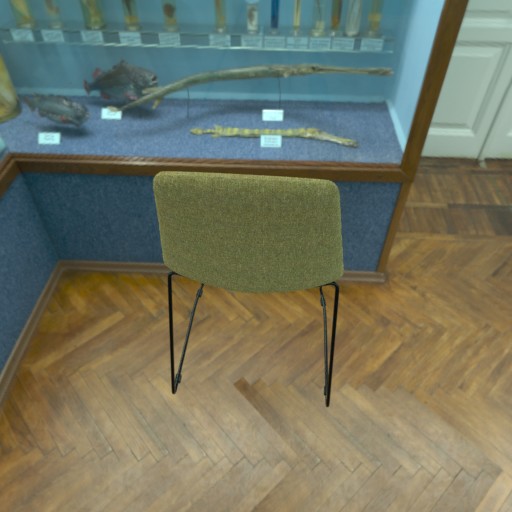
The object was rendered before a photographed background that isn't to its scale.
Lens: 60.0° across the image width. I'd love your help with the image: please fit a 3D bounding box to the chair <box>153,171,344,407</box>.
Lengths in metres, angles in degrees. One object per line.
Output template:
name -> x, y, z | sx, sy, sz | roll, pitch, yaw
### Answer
chair -> 0.000, 0.000, 1.176 | 0.479, 0.849, 0.496 | 4, 46, 4
